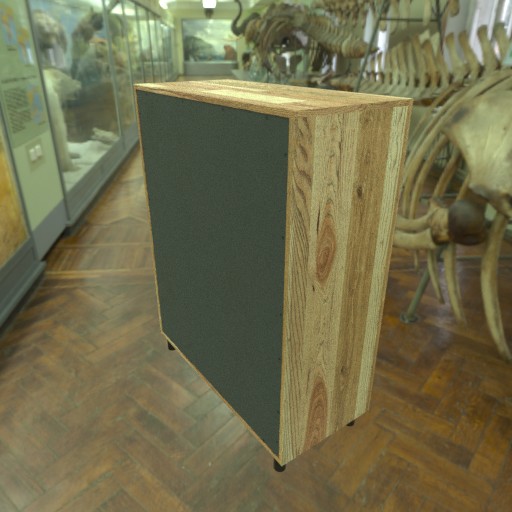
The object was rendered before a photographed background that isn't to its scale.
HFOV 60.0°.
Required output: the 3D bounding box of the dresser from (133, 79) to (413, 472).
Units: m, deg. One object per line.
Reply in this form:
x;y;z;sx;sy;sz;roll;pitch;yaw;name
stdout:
0.000;0.000;1.765;0.480;1.243;0.966;-17;30;-32;dresser
